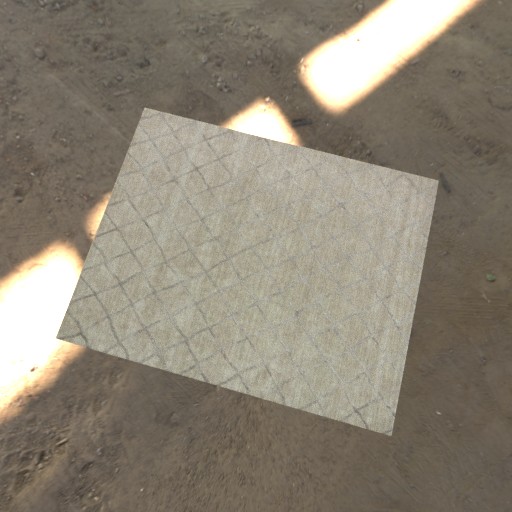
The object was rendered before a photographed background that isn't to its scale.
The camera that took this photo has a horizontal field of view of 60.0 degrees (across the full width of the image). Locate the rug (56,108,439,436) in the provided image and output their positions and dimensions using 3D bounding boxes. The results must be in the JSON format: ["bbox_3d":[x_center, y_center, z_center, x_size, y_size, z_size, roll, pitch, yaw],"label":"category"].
[{"bbox_3d":[0.000,0.000,4.143,3.038,0.019,2.420,15,76,4],"label":"rug"}]
